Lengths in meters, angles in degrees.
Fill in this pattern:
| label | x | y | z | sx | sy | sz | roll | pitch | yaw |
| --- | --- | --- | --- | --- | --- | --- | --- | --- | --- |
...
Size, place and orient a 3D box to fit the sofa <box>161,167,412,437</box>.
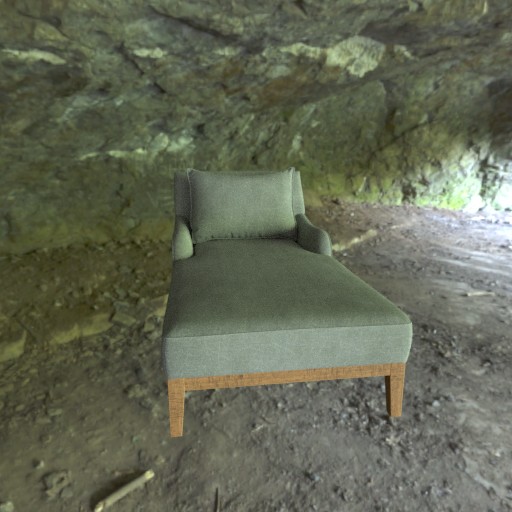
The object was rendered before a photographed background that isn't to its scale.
| label | x | y | z | sx | sy | sz | roll | pitch | yaw |
| --- | --- | --- | --- | --- | --- | --- | --- | --- | --- |
| sofa | 0.000 | 0.000 | 2.338 | 0.894 | 0.859 | 1.779 | -2 | 14 | -8 |
